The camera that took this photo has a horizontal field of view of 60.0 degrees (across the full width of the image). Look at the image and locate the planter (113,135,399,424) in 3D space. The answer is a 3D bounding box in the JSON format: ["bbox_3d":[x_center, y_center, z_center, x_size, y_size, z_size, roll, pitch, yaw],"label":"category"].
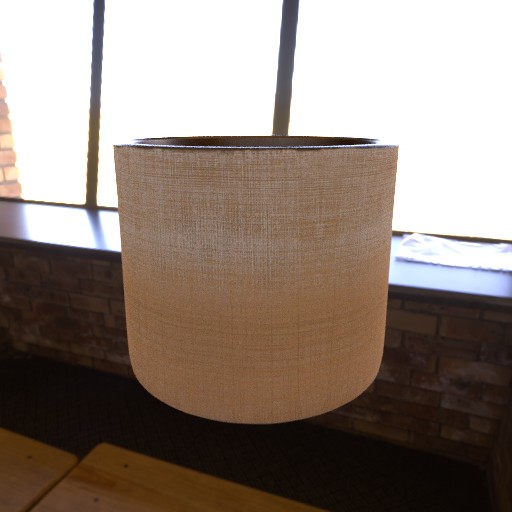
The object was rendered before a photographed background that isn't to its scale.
[{"bbox_3d":[0.000,0.000,0.434,0.254,0.221,0.254,0,17,0],"label":"planter"}]
